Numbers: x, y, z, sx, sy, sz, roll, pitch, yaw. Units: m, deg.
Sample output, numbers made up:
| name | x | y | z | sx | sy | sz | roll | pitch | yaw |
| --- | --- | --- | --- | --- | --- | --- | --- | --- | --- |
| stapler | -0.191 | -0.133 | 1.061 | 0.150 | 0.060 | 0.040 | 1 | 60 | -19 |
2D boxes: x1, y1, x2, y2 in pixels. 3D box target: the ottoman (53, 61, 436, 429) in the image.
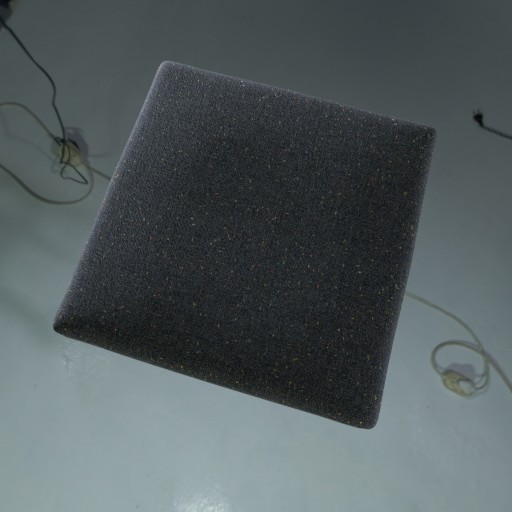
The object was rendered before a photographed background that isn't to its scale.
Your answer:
| name | x | y | z | sx | sy | sz | roll | pitch | yaw |
| --- | --- | --- | --- | --- | --- | --- | --- | --- | --- |
| ottoman | 0.000 | 0.000 | 0.887 | 0.508 | 0.432 | 0.508 | 16 | 75 | 4 |
